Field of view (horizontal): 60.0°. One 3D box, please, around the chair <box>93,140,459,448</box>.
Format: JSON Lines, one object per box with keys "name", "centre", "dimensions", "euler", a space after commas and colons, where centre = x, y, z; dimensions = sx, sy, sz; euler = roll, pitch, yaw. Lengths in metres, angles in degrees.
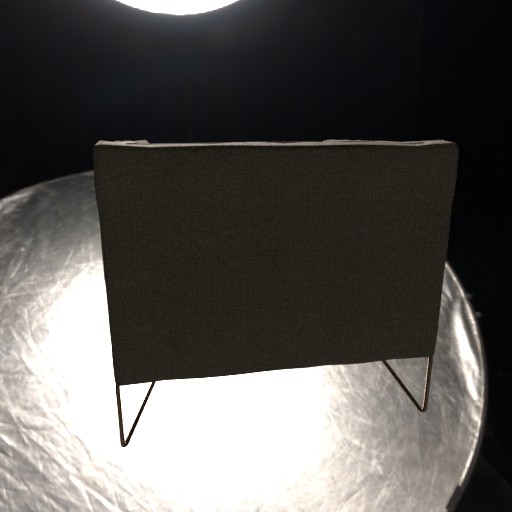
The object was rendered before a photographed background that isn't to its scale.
{"name": "chair", "centre": [0.000, 0.000, 1.567], "dimensions": [0.920, 0.799, 0.912], "euler": [-3, 15, -10]}
